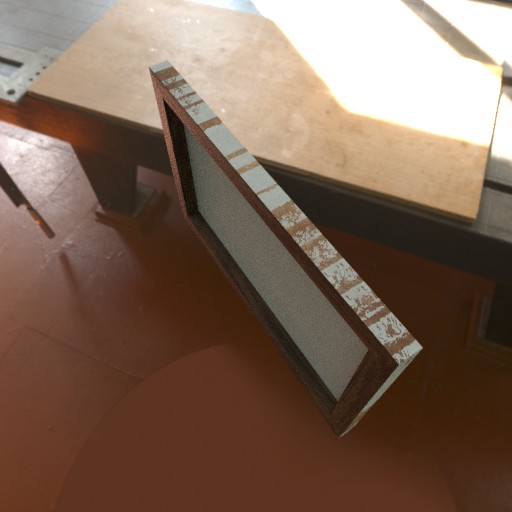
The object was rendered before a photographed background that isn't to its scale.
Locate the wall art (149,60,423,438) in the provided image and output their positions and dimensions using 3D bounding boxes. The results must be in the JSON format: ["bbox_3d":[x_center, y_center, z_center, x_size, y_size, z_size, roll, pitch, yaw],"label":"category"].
[{"bbox_3d":[0.000,0.000,0.780,0.035,0.405,0.609,-29,62,-17],"label":"wall art"}]
